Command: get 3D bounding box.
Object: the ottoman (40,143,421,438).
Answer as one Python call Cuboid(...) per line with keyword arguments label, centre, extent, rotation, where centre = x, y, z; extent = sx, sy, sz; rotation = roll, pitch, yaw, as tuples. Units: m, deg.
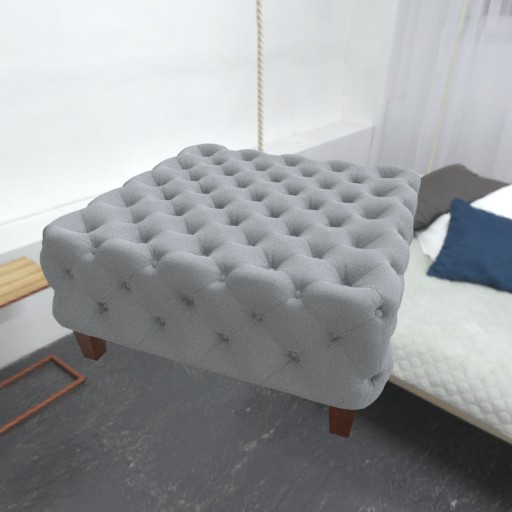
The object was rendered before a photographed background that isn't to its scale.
Cuboid(label="ottoman", centre=(0.000, 0.000, 1.166), extent=(0.764, 0.365, 0.758), rotation=(11, 32, 18))
